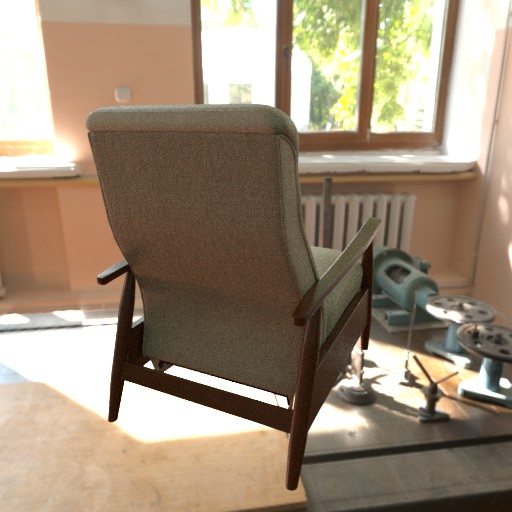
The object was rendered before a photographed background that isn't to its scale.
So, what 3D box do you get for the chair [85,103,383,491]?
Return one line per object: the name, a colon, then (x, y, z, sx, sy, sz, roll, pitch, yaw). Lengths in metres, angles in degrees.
chair: (0.000, 0.000, 1.717, 0.762, 1.082, 1.014, 8, 19, 25)
